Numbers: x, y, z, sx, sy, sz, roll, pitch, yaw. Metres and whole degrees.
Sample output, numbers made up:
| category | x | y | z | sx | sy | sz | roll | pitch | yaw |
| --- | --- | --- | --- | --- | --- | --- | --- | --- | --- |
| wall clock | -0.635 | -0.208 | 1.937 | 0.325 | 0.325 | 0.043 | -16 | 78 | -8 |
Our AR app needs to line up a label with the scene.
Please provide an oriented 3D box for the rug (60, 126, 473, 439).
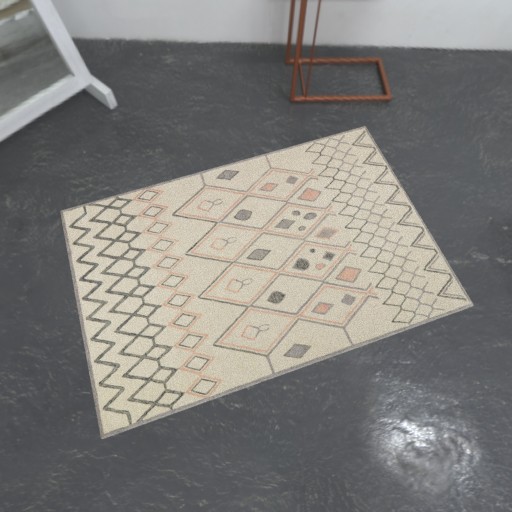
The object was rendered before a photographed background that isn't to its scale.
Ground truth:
| category | x | y | z | sx | sy | sz | roll | pitch | yaw |
| --- | --- | --- | --- | --- | --- | --- | --- | --- | --- |
| rug | 0.000 | 0.000 | 2.288 | 1.829 | 0.016 | 1.219 | -17 | 65 | -9 |
